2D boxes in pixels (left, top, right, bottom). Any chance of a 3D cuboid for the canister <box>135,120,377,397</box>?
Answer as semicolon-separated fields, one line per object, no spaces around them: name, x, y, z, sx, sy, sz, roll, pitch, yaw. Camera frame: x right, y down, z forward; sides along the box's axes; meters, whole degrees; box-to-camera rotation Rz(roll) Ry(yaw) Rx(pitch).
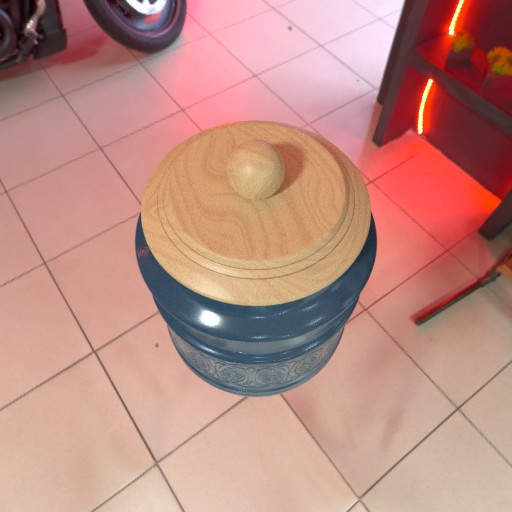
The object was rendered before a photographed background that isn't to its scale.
canister;0.000;0.000;0.264;0.130;0.176;0.130;0;59;0
